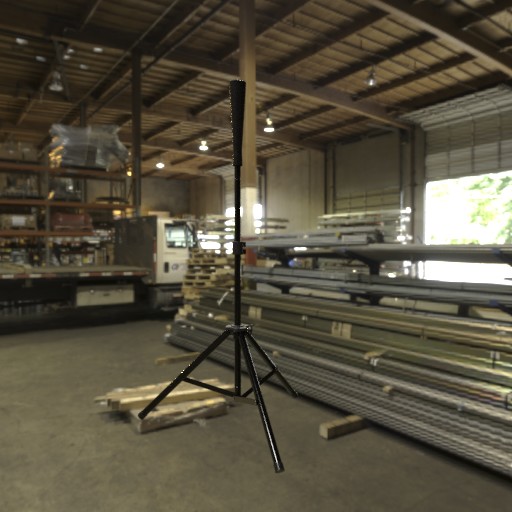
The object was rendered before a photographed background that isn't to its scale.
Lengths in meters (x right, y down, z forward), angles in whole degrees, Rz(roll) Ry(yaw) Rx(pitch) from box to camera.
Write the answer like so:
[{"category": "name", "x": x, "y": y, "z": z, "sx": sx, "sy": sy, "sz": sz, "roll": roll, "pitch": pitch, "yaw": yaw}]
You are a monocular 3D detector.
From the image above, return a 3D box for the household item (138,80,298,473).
[{"category": "household item", "x": 0.000, "y": 0.000, "z": 1.372, "sx": 0.559, "sy": 1.067, "sz": 0.559, "roll": -1, "pitch": 2, "yaw": -36}]
